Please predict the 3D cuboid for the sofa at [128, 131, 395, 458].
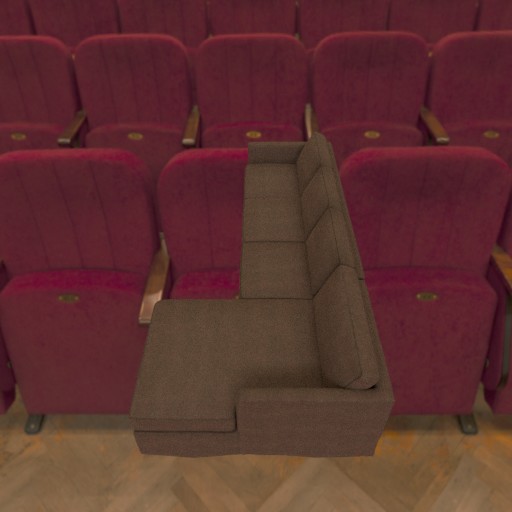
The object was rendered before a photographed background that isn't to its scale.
[{"bbox_3d":[0.000,0.000,3.916,1.650,0.922,3.205,0,42,0],"label":"sofa"}]
